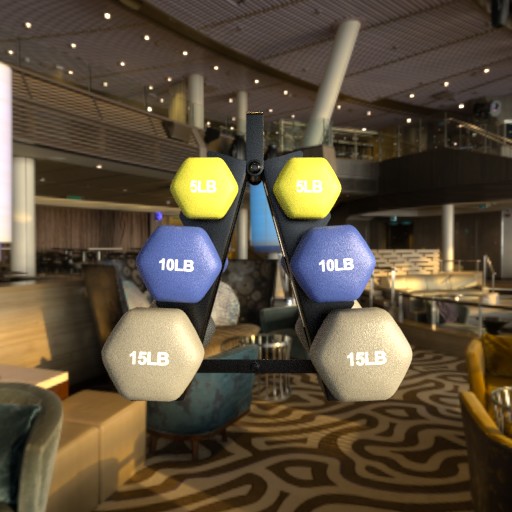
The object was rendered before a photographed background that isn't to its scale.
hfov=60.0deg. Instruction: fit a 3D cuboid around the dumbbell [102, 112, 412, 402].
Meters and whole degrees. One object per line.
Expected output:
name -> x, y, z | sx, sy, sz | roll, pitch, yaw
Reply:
dumbbell -> 0.000, 0.000, 0.696 | 0.416, 0.426, 0.261 | 0, 1, 0
